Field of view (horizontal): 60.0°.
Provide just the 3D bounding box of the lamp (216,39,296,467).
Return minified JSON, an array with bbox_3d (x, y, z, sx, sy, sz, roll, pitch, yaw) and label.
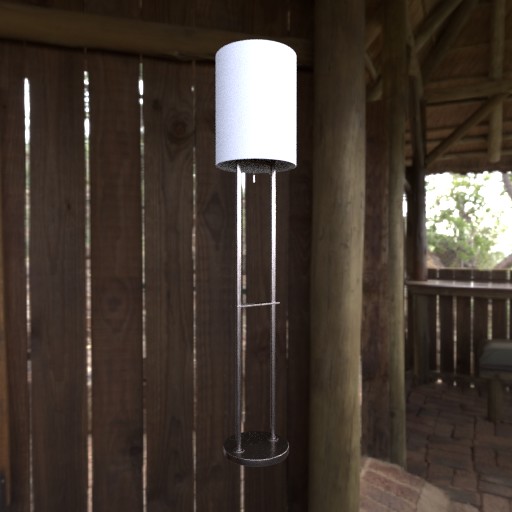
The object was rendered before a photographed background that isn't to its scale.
[{"bbox_3d":[0.000,0.000,1.694,0.306,1.500,0.305,-1,1,-38],"label":"lamp"}]
